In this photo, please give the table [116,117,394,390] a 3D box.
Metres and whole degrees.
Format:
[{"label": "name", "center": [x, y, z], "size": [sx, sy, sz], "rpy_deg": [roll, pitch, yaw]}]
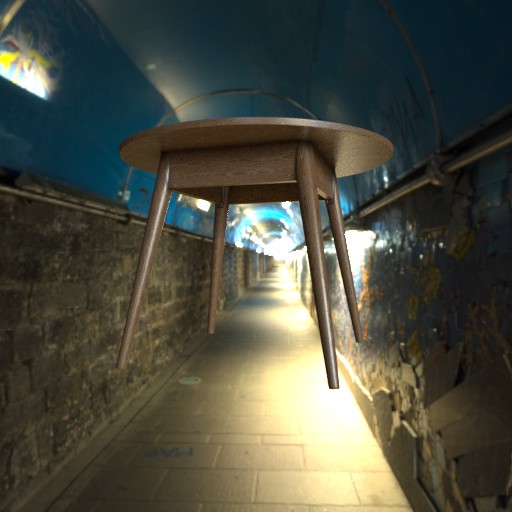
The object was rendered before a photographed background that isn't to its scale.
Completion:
[{"label": "table", "center": [0.000, 0.000, 1.777], "size": [1.053, 0.786, 1.053], "rpy_deg": [0, 0, 0]}]
